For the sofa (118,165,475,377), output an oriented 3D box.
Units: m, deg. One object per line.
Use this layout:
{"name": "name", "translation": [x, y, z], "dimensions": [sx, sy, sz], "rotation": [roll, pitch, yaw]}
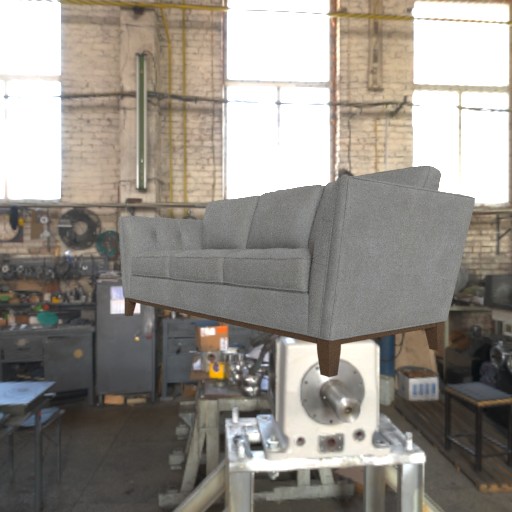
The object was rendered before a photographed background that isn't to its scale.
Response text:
{"name": "sofa", "translation": [0.000, 0.000, 2.882], "dimensions": [0.965, 0.940, 2.387], "rotation": [0, 0, -37]}
